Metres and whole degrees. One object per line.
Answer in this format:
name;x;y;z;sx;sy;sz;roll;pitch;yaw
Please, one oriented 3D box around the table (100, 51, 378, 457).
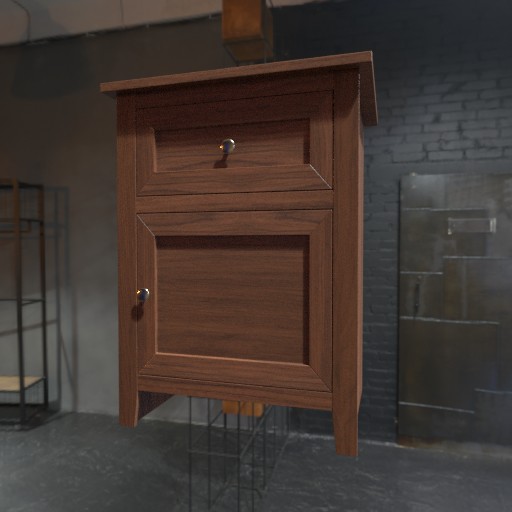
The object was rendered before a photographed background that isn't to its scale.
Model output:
table;0.000;0.000;0.931;0.480;0.636;0.381;0;2;17
